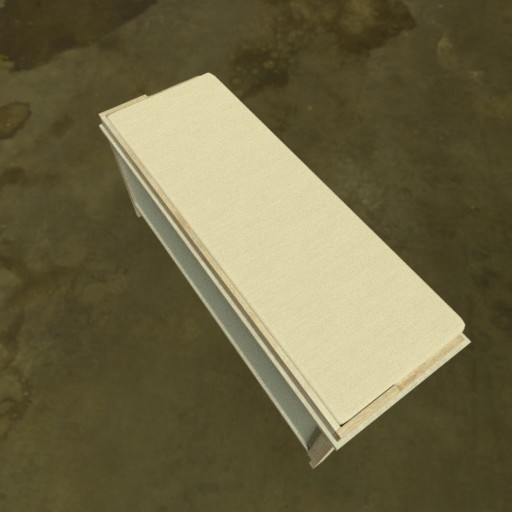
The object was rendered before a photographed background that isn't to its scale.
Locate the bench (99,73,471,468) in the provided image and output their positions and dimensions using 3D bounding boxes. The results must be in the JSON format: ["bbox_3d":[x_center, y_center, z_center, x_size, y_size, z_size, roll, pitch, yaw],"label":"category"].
[{"bbox_3d":[0.000,0.000,1.366,0.398,0.501,1.140,-31,63,-18],"label":"bench"}]
